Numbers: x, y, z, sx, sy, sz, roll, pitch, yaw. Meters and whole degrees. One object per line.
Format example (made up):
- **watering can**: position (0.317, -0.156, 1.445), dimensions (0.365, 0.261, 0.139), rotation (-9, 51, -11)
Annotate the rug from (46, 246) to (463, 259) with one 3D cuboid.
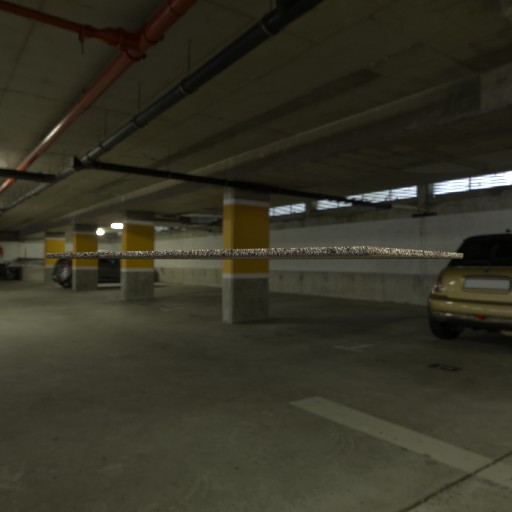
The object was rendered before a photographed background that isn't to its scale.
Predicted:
- **rug**: position (0.000, 0.000, 2.116), dimensions (1.601, 0.025, 1.198), rotation (-1, -1, 36)
